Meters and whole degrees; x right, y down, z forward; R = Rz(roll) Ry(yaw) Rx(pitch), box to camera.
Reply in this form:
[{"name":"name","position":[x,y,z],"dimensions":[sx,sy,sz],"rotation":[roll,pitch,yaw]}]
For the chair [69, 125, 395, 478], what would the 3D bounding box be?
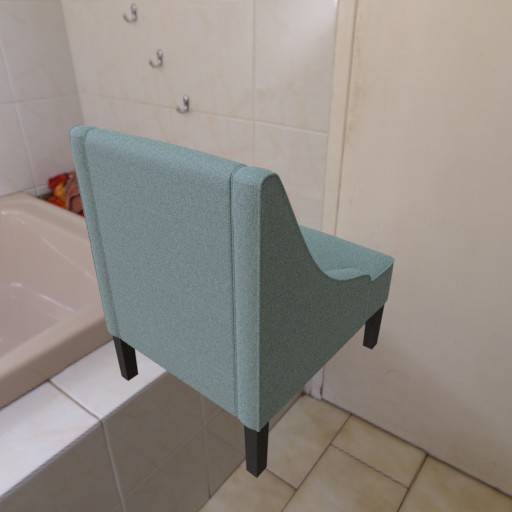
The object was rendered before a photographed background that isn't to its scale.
[{"name":"chair","position":[0.000,0.000,1.880],"dimensions":[0.857,1.133,1.025],"rotation":[21,35,34]}]
